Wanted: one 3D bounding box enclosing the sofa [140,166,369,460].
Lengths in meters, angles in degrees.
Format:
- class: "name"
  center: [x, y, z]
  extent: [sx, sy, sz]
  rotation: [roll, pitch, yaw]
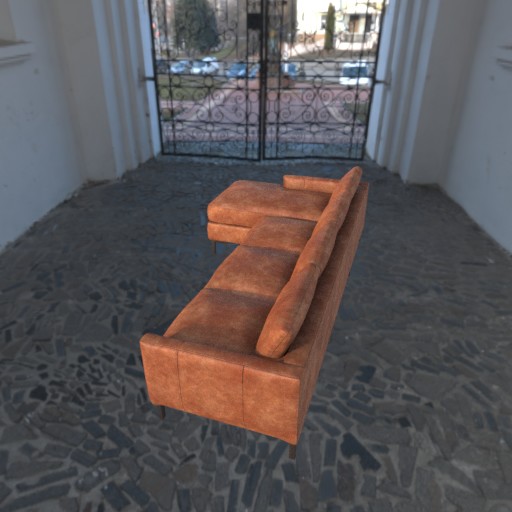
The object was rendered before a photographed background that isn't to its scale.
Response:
- class: "sofa"
  center: [0.000, 0.000, 3.653]
  extent: [1.471, 0.859, 2.993]
  rotation: [9, 30, 16]
